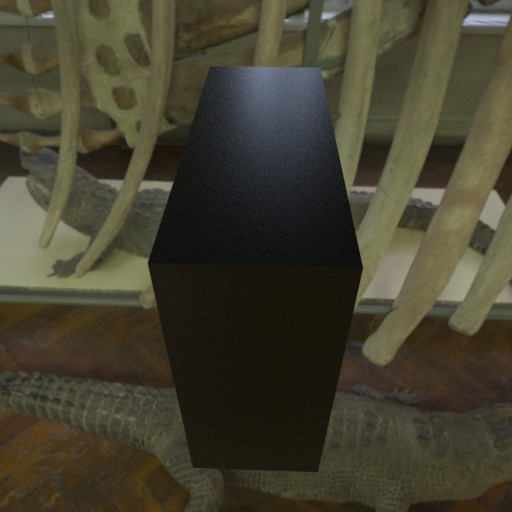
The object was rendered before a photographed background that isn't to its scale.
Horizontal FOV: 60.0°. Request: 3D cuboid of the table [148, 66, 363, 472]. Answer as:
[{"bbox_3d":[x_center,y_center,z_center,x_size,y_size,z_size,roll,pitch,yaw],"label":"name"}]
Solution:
[{"bbox_3d":[0.000,0.000,1.335,0.380,0.790,0.930,1,42,1],"label":"table"}]
